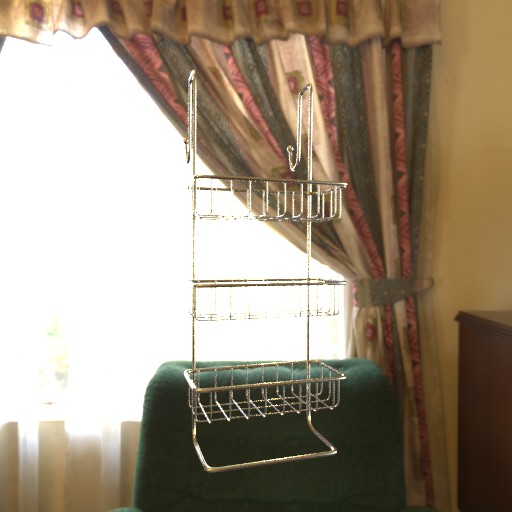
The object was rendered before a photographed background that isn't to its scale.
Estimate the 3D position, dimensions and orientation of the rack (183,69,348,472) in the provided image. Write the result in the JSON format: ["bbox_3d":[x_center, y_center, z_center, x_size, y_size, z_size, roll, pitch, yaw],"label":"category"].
[{"bbox_3d":[0.000,0.000,0.700,0.228,0.574,0.202,0,0,-17],"label":"rack"}]
